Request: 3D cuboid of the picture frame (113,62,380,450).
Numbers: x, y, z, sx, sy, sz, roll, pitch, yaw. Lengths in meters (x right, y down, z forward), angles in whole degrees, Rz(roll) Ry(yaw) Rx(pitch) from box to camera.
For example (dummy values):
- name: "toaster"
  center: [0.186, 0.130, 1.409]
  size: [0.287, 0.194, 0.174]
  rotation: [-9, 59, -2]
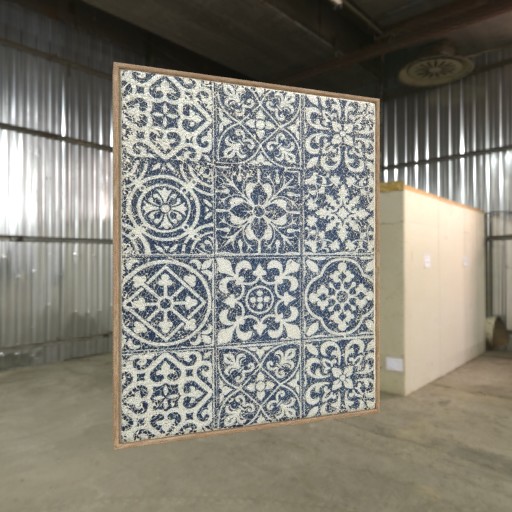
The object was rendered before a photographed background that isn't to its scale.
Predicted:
- name: "picture frame"
  center: [0.000, 0.000, 0.692]
  size: [0.424, 0.526, 0.043]
  rotation: [0, 0, -20]
